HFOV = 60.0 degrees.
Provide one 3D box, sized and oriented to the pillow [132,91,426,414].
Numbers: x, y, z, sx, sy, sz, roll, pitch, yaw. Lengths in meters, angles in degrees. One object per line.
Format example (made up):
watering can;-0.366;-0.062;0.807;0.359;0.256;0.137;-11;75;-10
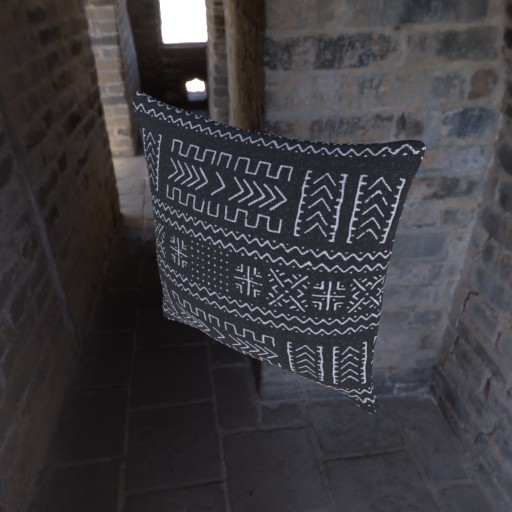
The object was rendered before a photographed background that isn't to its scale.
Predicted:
pillow;0.000;0.000;0.668;0.438;0.430;0.164;19;36;28
